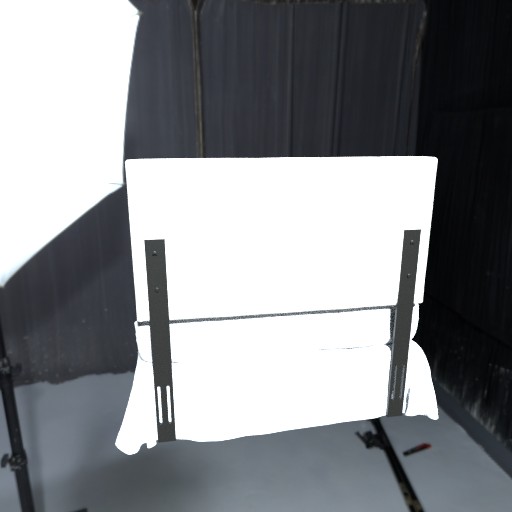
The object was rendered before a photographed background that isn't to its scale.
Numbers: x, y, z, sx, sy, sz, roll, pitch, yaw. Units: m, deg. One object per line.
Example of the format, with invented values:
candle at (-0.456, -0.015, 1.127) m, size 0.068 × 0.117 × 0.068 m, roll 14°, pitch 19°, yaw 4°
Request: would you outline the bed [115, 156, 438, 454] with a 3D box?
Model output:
bed at (0.000, 0.000, 3.405) m, size 1.936 × 1.577 × 2.222 m, roll -3°, pitch 16°, yaw -9°
